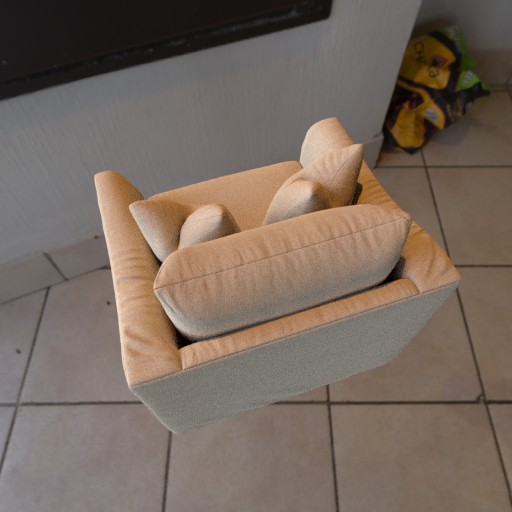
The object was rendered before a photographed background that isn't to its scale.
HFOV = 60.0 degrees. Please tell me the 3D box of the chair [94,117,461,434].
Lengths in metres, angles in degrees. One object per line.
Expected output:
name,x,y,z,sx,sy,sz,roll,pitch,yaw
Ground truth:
chair,0.000,0.000,1.980,1.194,1.093,1.071,-16,60,-9
